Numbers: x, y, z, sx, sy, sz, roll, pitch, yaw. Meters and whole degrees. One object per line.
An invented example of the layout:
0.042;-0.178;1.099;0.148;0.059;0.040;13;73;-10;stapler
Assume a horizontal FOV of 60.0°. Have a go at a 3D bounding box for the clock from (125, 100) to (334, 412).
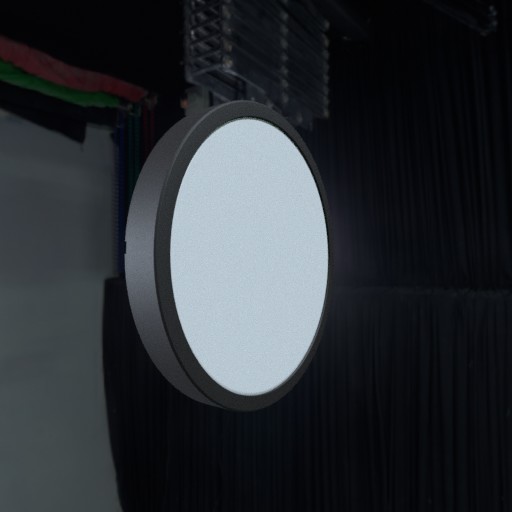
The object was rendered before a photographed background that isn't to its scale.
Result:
0.000;0.000;0.442;0.040;0.293;0.293;-1;-1;35;clock
